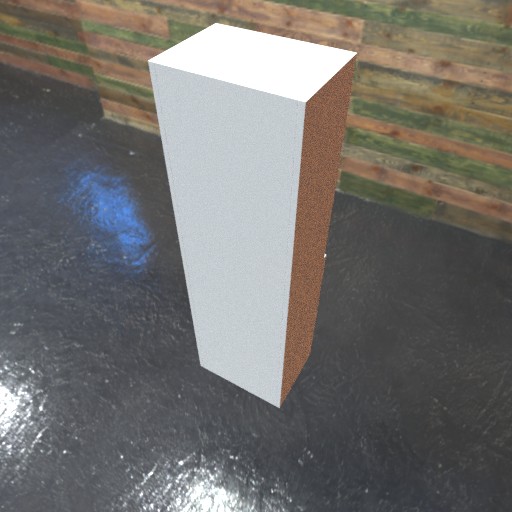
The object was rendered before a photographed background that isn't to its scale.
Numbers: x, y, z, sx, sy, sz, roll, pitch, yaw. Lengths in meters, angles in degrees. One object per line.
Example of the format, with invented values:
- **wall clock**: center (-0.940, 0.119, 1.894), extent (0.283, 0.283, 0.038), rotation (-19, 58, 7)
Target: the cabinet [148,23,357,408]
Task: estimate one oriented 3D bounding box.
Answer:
- **cabinet**: center (0.000, 0.000, 1.523), extent (0.400, 1.350, 0.300), rotation (22, 50, 20)
